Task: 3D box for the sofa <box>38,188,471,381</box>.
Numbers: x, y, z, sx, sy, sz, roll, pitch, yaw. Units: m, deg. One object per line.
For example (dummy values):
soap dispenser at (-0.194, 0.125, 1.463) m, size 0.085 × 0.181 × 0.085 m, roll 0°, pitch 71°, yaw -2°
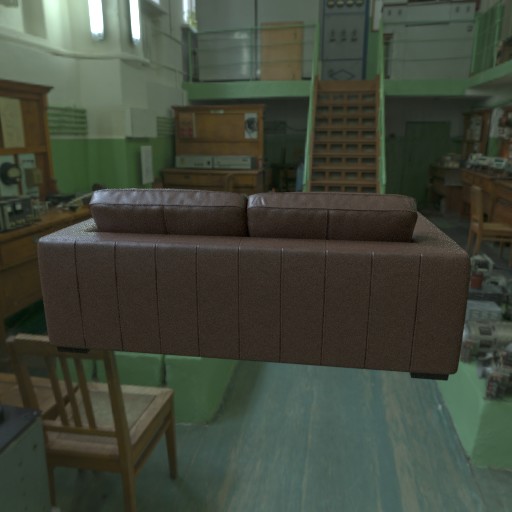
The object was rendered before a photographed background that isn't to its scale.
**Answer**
sofa at (0.000, 0.000, 2.444) m, size 1.920 × 0.800 × 1.070 m, roll 2°, pitch 16°, yaw 8°
